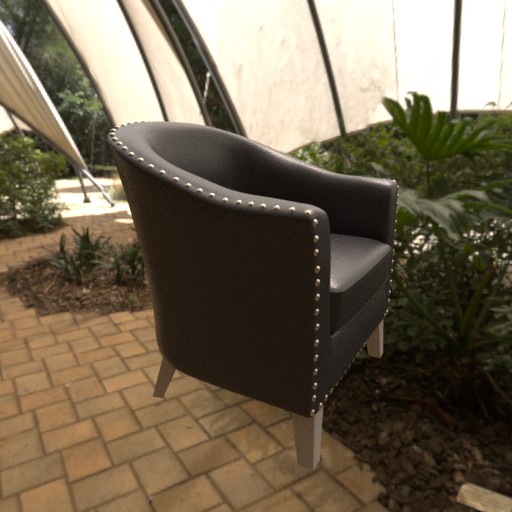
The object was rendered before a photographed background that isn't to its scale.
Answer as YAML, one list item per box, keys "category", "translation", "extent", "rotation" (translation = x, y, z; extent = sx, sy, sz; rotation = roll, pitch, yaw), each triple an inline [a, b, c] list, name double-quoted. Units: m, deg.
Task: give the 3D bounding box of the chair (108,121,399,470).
- category: "chair"
  translation: [0.000, 0.000, 1.395]
  extent: [0.748, 0.823, 0.794]
  rotation: [8, 17, 28]
